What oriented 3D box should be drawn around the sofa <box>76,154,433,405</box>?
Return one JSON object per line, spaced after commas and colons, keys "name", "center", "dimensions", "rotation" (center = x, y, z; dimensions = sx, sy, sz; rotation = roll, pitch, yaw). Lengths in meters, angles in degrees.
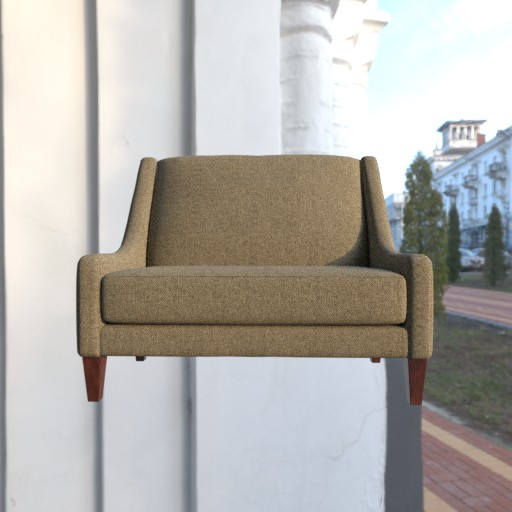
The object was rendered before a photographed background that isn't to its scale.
{"name": "sofa", "center": [0.000, 0.000, 1.917], "dimensions": [1.242, 1.021, 0.870], "rotation": [0, 1, 2]}
